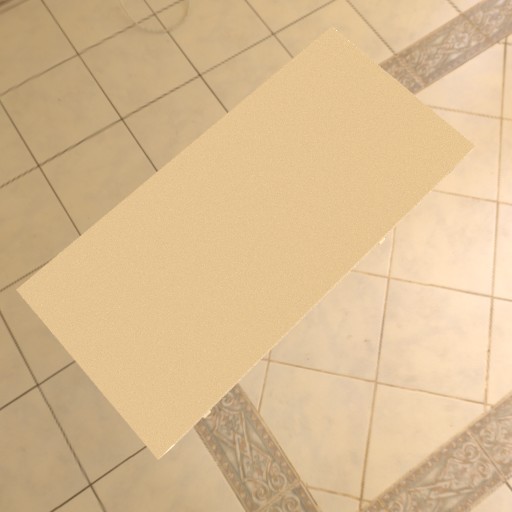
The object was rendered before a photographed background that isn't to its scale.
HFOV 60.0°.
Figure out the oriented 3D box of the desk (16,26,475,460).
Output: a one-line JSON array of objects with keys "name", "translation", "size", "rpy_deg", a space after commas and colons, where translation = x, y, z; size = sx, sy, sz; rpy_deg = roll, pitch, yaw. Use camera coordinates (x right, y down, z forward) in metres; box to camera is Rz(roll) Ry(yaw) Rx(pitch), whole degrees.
[{"name": "desk", "translation": [0.000, 0.000, 1.451], "size": [1.059, 0.780, 0.509], "rpy_deg": [-43, 79, -10]}]
